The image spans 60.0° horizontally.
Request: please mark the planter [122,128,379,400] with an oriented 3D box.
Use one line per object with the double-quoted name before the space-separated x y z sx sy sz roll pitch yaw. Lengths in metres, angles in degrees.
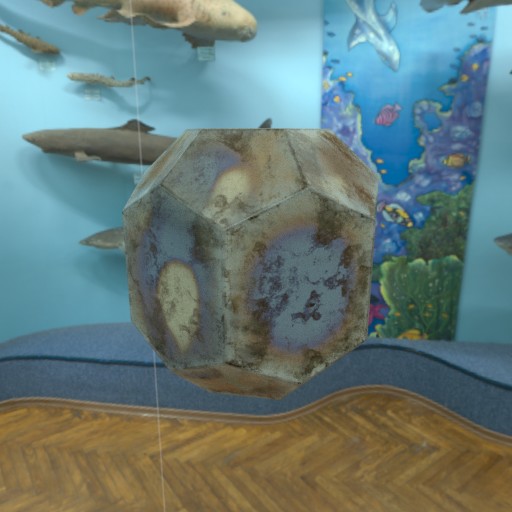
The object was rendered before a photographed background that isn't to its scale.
"planter" 0.000 0.000 0.432 0.221 0.238 0.243 3 16 10
